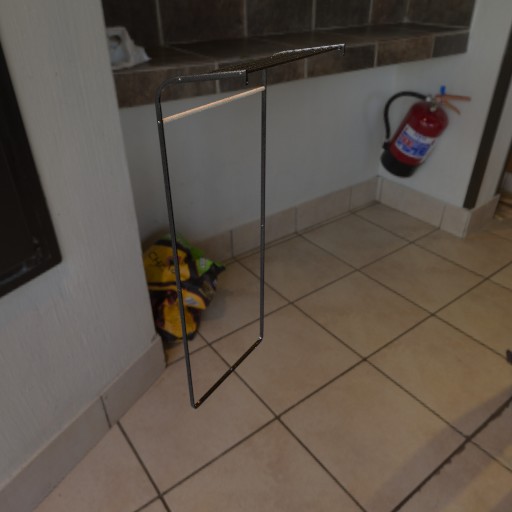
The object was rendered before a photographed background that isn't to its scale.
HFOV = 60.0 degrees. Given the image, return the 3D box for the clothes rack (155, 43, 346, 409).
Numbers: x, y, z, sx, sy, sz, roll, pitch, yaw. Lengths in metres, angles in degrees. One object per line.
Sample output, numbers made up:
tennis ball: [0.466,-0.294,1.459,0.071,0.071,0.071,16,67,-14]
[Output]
clothes rack: [0.000,0.000,1.849,0.349,1.574,0.609,20,38,28]
